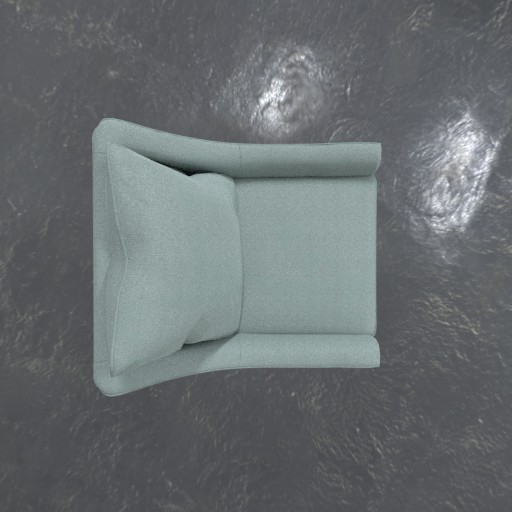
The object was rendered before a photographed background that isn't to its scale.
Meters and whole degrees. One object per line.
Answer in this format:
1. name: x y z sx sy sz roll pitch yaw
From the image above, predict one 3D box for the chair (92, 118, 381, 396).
1. chair: 0.000 0.000 1.539 0.870 0.926 0.760 0 91 0
